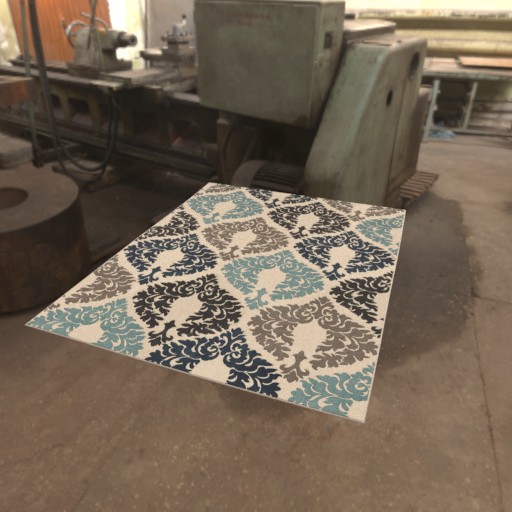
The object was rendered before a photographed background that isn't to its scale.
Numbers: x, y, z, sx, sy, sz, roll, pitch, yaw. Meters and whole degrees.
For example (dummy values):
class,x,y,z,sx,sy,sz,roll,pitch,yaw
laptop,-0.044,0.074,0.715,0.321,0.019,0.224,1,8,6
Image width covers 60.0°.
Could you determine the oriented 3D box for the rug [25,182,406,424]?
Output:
class,x,y,z,sx,sy,sz,roll,pitch,yaw
rug,0.000,0.000,4.035,2.423,0.014,3.040,11,32,18
